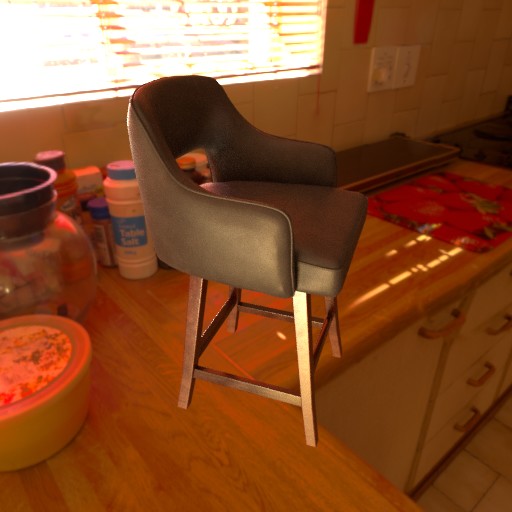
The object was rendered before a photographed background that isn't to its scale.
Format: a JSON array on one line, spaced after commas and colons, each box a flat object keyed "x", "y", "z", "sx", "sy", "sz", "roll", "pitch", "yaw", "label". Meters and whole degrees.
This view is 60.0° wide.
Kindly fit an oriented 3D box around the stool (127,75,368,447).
[{"x": 0.000, "y": 0.000, "z": 1.280, "sx": 0.560, "sy": 0.936, "sz": 0.550, "roll": 10, "pitch": 31, "yaw": 17, "label": "stool"}]
